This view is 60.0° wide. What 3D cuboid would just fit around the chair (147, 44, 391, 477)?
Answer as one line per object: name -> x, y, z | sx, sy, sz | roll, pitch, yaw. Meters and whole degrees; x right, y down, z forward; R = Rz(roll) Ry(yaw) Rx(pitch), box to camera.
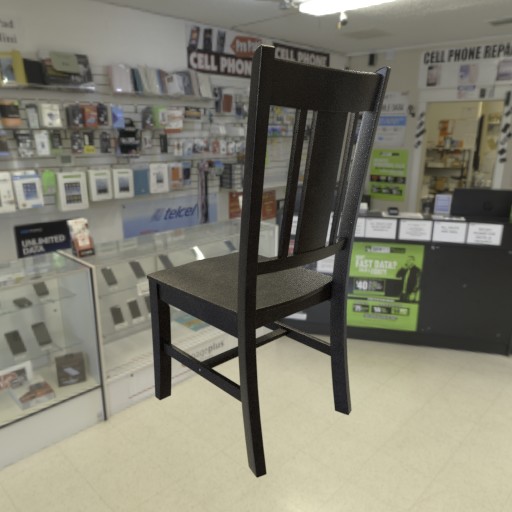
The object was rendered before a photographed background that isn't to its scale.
chair -> 0.000, 0.000, 1.273 | 0.450, 0.998, 0.555 | -14, 21, -41
